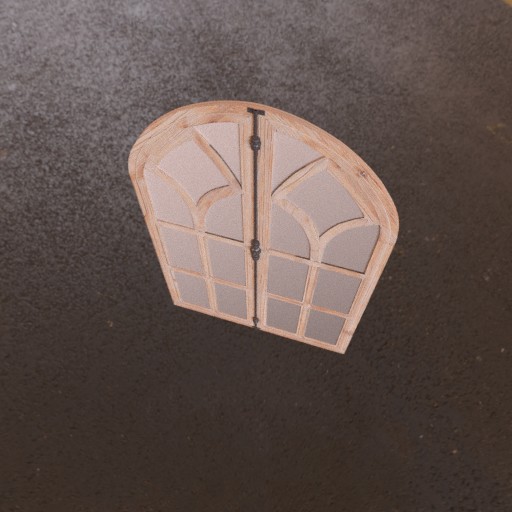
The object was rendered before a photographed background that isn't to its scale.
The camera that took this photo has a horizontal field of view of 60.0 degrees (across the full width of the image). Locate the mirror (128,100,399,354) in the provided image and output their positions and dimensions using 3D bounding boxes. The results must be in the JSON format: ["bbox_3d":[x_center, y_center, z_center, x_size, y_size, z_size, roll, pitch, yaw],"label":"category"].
[{"bbox_3d":[0.000,0.000,1.132,0.609,0.915,0.032,15,58,9],"label":"mirror"}]
